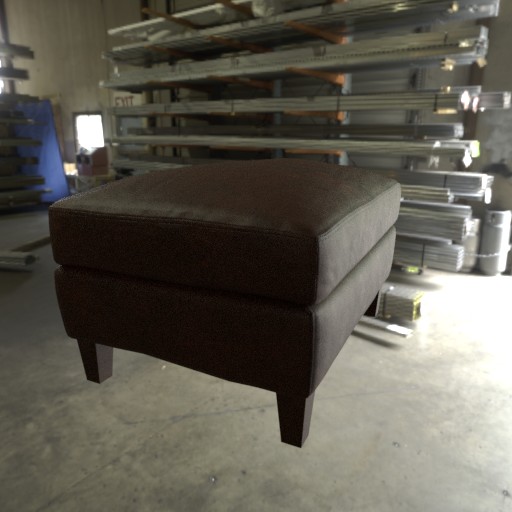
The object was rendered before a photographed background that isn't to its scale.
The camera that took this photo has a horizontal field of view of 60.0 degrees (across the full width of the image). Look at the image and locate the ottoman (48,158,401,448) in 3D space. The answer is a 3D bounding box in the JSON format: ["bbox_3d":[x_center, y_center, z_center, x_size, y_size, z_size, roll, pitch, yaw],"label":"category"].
[{"bbox_3d":[0.000,0.000,1.245,0.659,0.527,0.887,7,17,25],"label":"ottoman"}]
